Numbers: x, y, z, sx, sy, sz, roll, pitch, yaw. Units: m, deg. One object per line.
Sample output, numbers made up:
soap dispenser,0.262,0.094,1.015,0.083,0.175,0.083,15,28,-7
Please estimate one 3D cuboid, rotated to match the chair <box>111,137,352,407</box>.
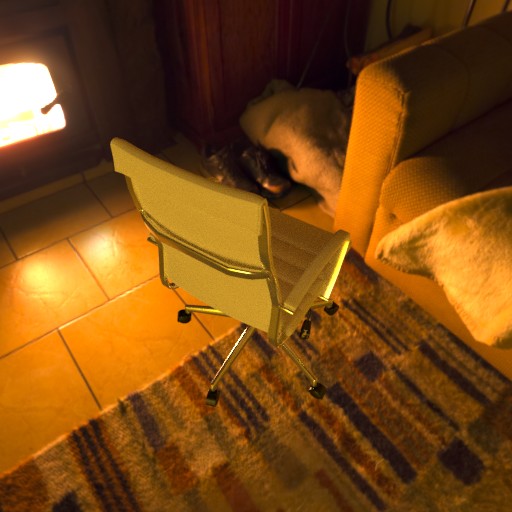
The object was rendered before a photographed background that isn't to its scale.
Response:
chair,0.000,0.000,1.598,0.766,1.149,0.739,25,52,22
